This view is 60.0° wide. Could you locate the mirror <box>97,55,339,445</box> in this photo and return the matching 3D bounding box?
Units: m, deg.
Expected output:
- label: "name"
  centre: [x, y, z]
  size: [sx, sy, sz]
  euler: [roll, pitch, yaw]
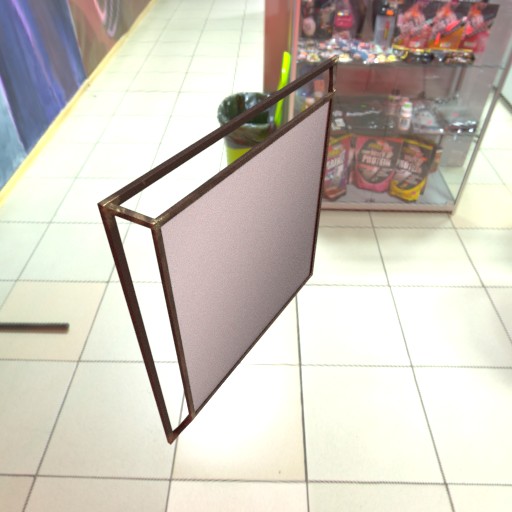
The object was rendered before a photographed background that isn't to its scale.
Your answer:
- label: "mirror"
  centre: [0.000, 0.000, 0.899]
  size: [0.032, 0.610, 0.610]
  euler: [25, 48, 24]
